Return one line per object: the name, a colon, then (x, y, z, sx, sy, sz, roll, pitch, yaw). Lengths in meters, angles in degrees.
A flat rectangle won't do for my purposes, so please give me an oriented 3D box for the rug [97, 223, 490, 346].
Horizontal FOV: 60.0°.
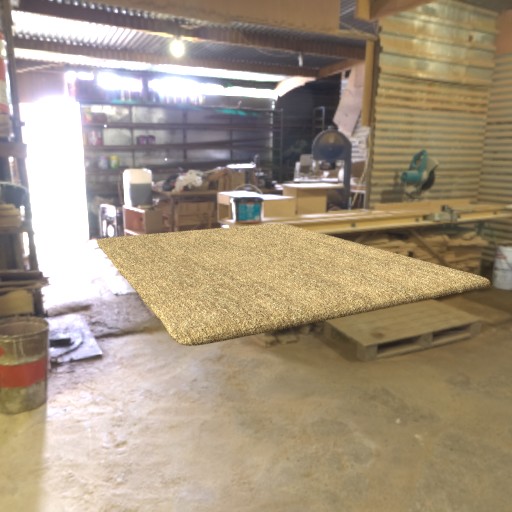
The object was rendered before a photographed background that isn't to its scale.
rug: (0.000, 0.000, 3.755, 2.242, 0.050, 2.873, -7, 15, -27)
